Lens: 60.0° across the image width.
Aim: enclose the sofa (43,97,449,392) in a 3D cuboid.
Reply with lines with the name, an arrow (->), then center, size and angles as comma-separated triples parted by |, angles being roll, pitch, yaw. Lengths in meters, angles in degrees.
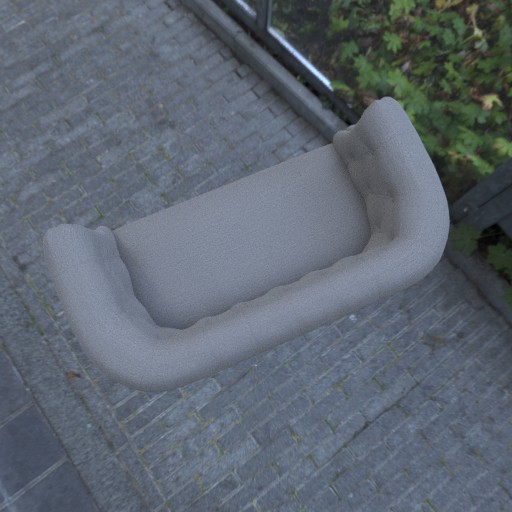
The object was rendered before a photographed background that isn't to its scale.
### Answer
sofa -> 0.000, 0.000, 2.038 | 1.558, 0.827, 0.835 | -23, 77, -5
